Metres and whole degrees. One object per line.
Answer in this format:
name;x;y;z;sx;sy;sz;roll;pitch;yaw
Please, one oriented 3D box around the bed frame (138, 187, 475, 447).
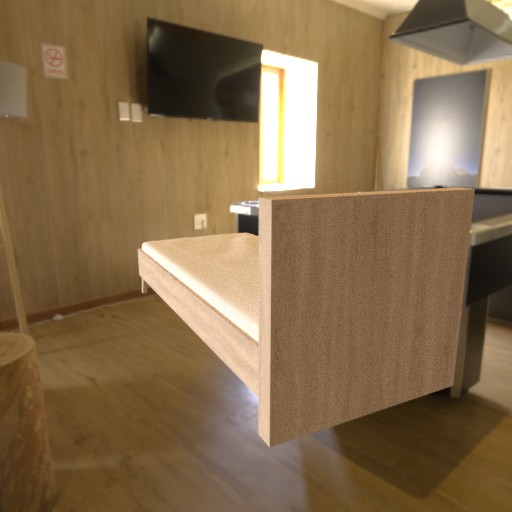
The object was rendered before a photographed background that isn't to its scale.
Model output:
bed frame;0.000;0.000;2.694;0.990;0.920;2.140;-7;15;-27
